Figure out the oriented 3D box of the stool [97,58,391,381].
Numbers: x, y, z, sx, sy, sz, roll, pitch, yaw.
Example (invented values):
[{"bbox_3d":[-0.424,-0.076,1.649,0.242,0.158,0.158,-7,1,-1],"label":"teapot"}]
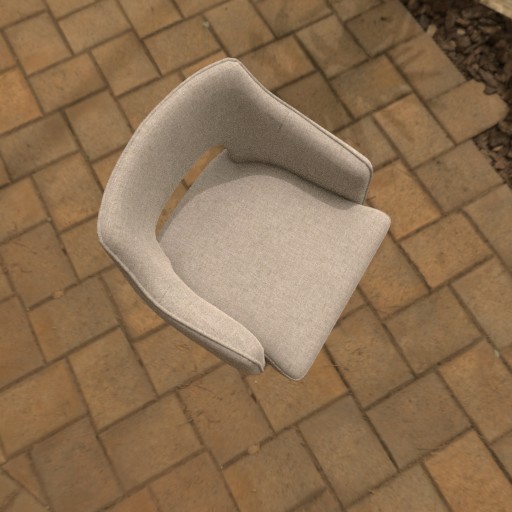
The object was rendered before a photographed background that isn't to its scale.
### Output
[{"bbox_3d":[0.000,0.000,1.286,0.558,0.944,0.599,31,76,8],"label":"stool"}]
